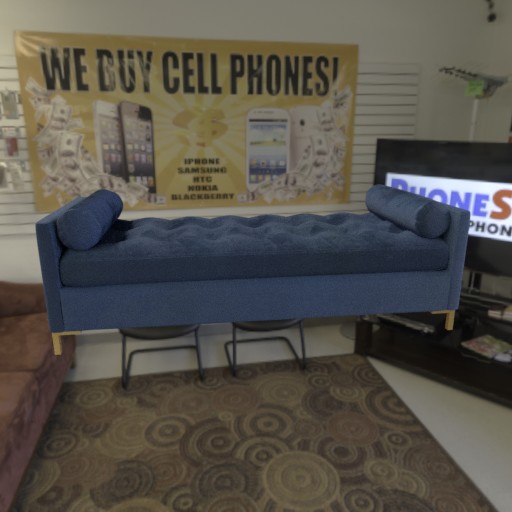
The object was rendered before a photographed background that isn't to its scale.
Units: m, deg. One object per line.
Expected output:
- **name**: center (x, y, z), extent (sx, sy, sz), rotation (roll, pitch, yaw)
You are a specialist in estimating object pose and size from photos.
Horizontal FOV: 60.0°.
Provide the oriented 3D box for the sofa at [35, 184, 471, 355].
- **sofa**: center (0.000, 0.000, 2.526), extent (2.102, 0.705, 0.796), rotation (-2, 16, -7)
